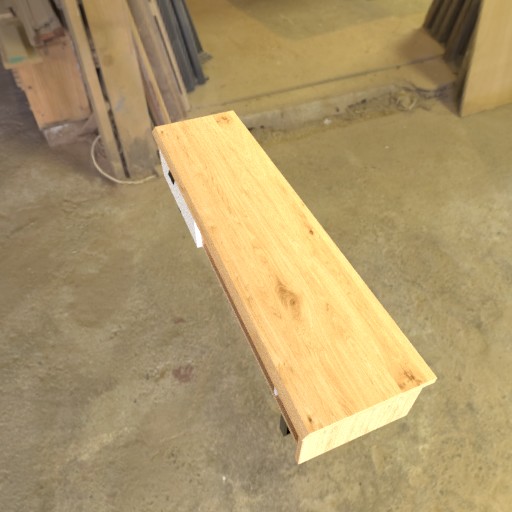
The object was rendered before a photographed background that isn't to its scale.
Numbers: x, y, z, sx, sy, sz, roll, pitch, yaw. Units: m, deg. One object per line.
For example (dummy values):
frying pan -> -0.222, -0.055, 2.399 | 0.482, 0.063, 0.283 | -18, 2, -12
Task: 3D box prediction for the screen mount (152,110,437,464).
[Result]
screen mount -> 0.000, 0.000, 1.946 | 0.450, 0.430, 1.700 | -17, 49, -15
